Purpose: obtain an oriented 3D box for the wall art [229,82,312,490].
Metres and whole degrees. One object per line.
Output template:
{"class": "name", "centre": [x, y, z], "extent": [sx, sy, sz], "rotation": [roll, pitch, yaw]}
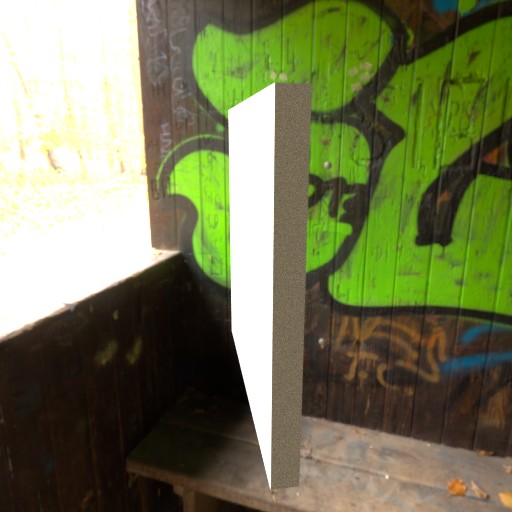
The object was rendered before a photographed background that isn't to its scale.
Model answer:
{"class": "wall art", "centre": [0.000, 0.000, 0.537], "extent": [0.027, 0.355, 0.355], "rotation": [-2, 15, -8]}
